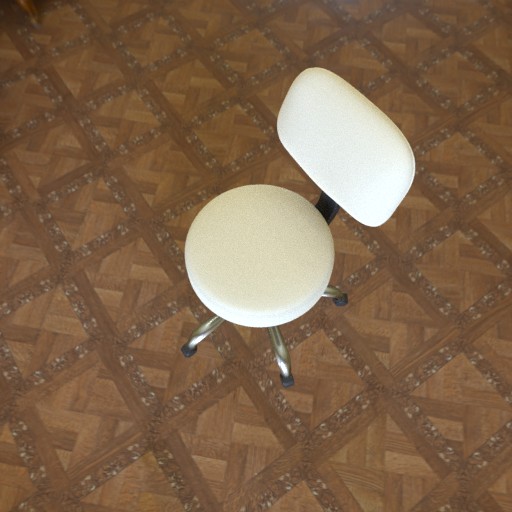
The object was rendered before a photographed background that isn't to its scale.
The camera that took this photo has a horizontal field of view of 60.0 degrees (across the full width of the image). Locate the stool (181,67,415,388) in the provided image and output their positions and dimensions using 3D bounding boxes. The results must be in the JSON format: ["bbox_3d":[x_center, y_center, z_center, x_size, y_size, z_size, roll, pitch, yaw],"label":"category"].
[{"bbox_3d":[0.000,0.000,1.244,0.616,0.810,0.609,-34,68,-15],"label":"stool"}]
